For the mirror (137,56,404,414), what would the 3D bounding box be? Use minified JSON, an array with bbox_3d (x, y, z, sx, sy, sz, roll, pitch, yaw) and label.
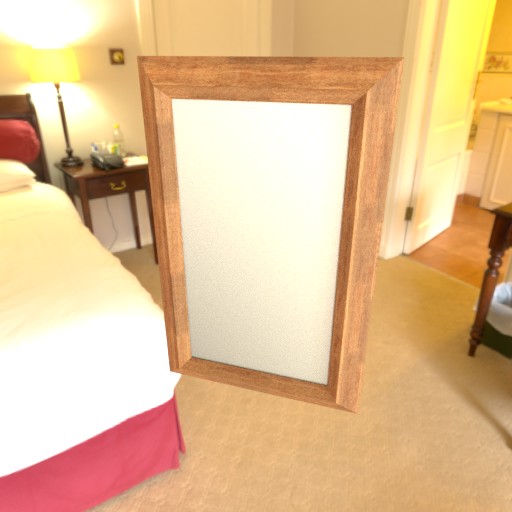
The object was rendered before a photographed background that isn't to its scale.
[{"bbox_3d":[0.000,0.000,1.231,0.651,1.010,0.047,8,26,16],"label":"mirror"}]
